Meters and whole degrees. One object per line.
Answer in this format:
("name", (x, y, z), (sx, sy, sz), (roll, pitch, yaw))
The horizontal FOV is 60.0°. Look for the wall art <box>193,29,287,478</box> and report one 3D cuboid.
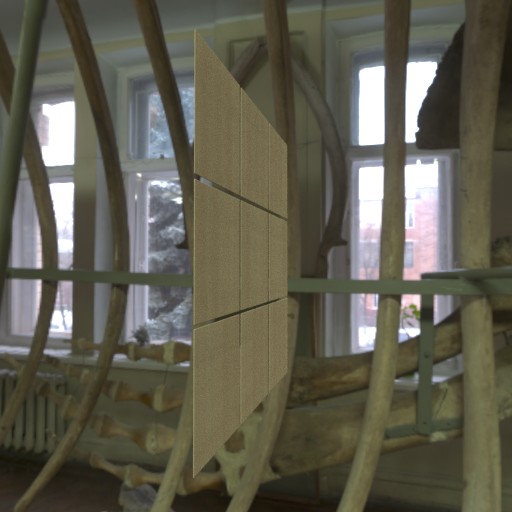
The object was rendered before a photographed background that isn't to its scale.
("wall art", (0.000, 0.000, 2.215), (0.002, 1.505, 1.517), (0, -1, 16))
